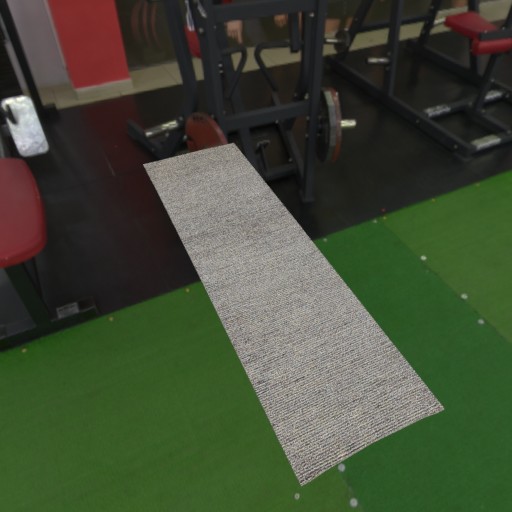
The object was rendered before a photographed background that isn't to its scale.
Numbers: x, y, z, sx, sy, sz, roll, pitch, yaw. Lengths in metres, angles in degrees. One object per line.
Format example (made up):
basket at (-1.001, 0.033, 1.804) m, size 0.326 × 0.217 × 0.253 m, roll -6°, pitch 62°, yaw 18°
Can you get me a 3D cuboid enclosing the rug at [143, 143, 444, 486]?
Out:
rug at (0.000, 0.000, 2.503) m, size 0.697 × 0.013 × 2.335 m, roll -18°, pitch 48°, yaw -17°
